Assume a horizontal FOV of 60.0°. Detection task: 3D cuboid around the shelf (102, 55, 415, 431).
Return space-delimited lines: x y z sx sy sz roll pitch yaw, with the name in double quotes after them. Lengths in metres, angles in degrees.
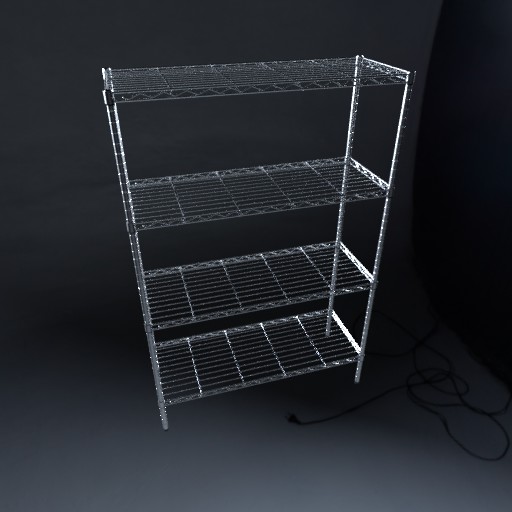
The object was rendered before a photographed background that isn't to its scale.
0.000 0.000 1.728 0.907 1.360 0.352 -9 33 -14 "shelf"
